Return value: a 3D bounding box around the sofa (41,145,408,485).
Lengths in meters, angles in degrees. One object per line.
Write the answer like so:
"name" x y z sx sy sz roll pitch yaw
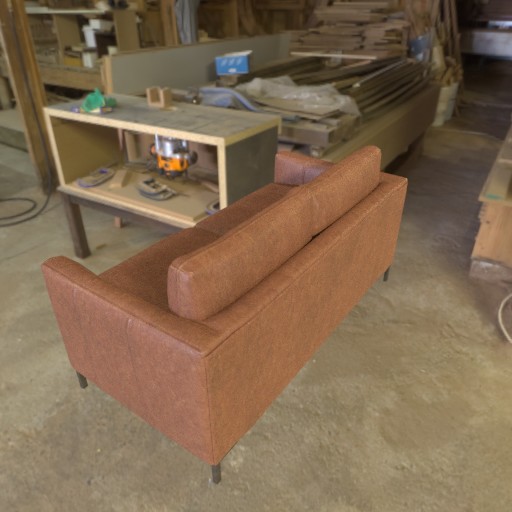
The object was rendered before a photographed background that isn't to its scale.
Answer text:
"sofa" 0.000 0.000 2.249 0.899 0.883 1.797 20 36 30
